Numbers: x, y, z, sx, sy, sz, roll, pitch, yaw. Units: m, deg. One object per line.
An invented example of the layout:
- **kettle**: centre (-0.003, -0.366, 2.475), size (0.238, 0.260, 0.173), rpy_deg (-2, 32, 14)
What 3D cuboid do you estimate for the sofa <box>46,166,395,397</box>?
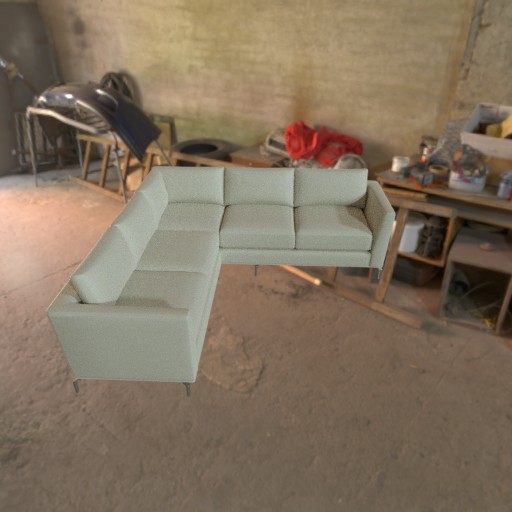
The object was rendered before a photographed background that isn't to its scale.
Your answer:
- **sofa**: centre (0.000, 0.000, 3.760), size (2.448, 0.867, 2.430), rpy_deg (1, 29, 2)
